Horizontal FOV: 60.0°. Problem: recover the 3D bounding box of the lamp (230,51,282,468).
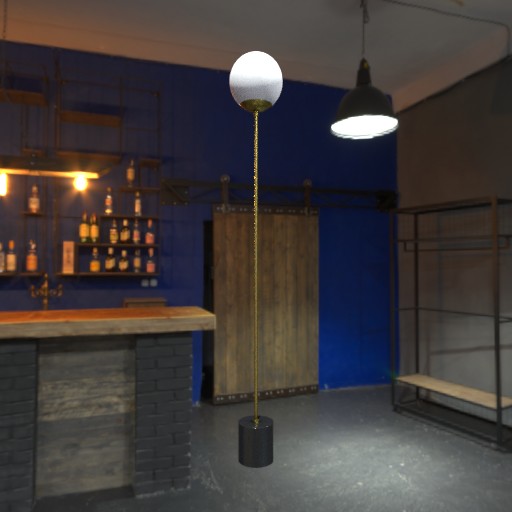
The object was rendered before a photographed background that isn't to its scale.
[{"bbox_3d":[0.000,0.000,1.910,0.229,1.748,0.229,0,-1,-17],"label":"lamp"}]
